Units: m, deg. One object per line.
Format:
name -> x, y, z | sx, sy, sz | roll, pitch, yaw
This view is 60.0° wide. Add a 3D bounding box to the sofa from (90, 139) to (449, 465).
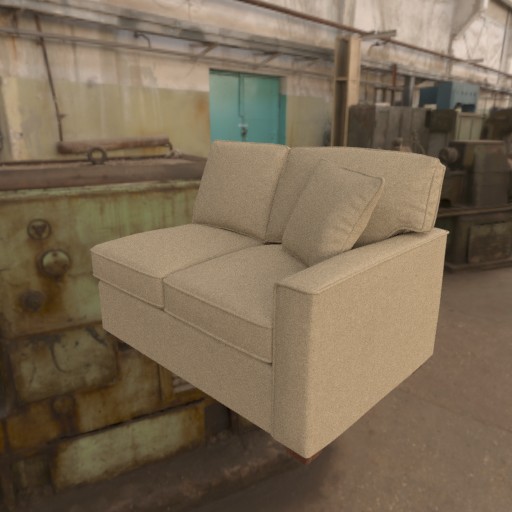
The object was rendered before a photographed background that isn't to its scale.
sofa -> 0.000, 0.000, 2.057 | 1.388, 0.989, 0.991 | 16, 23, 42
